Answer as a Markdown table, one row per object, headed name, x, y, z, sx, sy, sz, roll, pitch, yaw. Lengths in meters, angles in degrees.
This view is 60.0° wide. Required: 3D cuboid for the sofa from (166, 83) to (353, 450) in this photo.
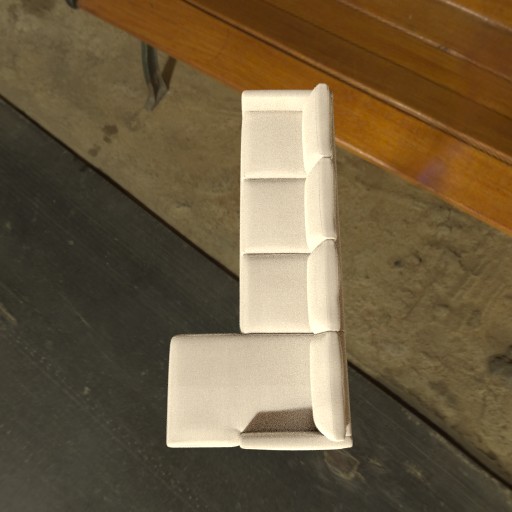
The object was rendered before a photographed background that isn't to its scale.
| name | x | y | z | sx | sy | sz | roll | pitch | yaw |
| --- | --- | --- | --- | --- | --- | --- | --- | --- | --- |
| sofa | 0.000 | 0.000 | 3.041 | 1.126 | 0.677 | 2.445 | 0 | 74 | 0 |
